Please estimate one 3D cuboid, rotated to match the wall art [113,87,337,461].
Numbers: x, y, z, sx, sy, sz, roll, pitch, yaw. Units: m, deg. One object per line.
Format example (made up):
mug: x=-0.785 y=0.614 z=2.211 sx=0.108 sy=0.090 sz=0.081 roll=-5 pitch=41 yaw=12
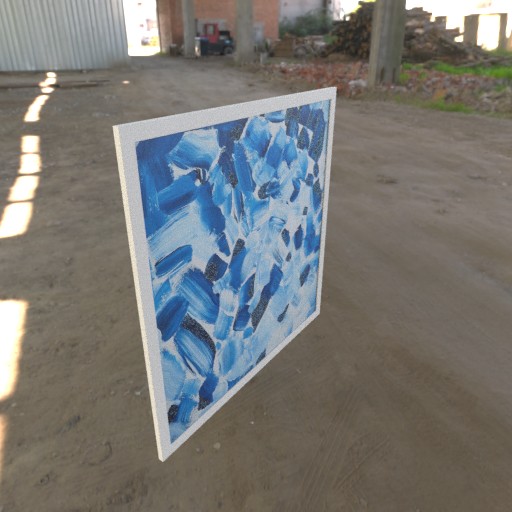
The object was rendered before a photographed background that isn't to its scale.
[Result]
wall art: x=0.000 y=0.000 z=1.222 sx=0.015 sy=0.812 sz=0.812 roll=18 pitch=31 yaw=32
